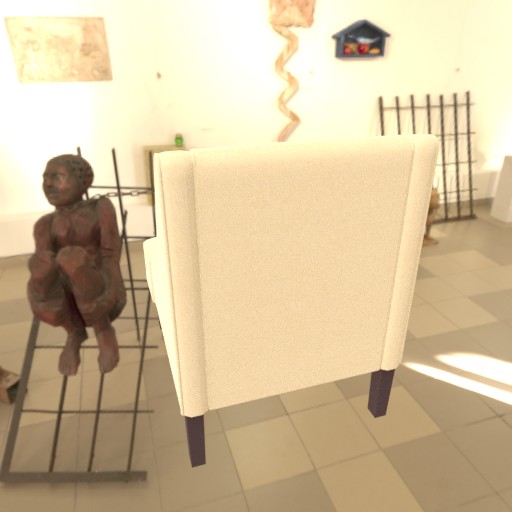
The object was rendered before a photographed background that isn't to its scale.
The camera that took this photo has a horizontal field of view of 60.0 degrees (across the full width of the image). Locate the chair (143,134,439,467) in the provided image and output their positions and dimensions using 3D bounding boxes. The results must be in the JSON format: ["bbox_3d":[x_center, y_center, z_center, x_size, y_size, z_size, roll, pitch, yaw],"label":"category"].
[{"bbox_3d":[0.000,0.000,1.479,0.689,0.886,0.806,-8,27,-16],"label":"chair"}]
